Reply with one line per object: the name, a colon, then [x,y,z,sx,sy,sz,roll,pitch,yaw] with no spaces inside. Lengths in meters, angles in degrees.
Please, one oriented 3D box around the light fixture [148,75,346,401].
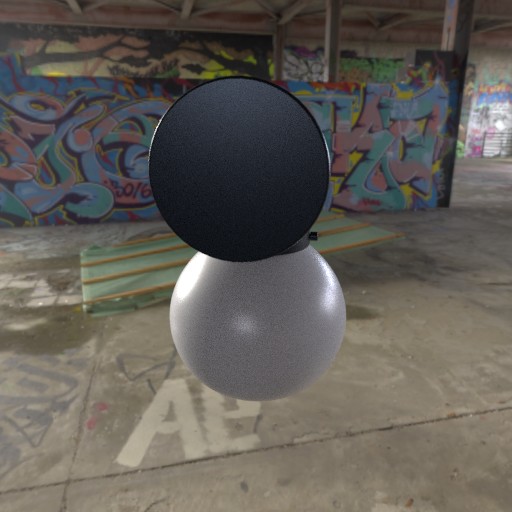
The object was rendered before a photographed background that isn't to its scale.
light fixture: [0.000,0.000,0.468,0.197,0.332,0.230,2,16,7]
